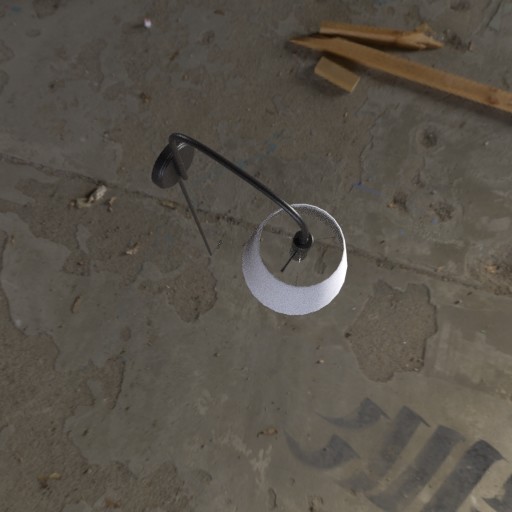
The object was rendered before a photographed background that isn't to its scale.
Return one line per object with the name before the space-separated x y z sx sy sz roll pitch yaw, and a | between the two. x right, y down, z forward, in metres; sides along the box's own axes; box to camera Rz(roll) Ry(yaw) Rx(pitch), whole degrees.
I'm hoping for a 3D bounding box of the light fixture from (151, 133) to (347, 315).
light fixture | 0.000 0.000 0.472 0.176 0.399 0.092 35 79 8
